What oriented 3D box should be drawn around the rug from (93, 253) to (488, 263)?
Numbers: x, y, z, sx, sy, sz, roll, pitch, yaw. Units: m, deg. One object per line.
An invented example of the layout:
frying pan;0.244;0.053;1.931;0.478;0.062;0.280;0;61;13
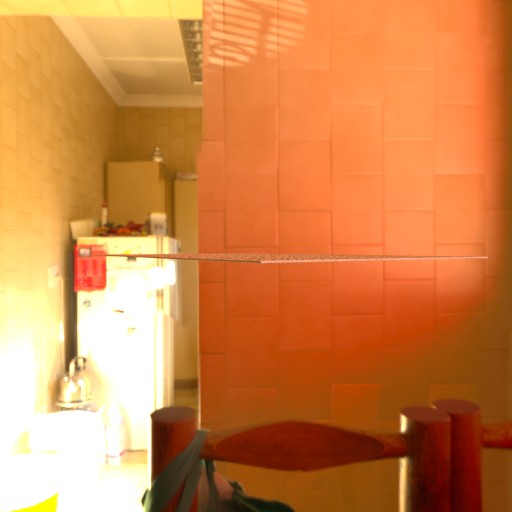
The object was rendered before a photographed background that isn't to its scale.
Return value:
rug;0.000;0.000;2.357;1.220;0.007;1.828;-1;1;-34
